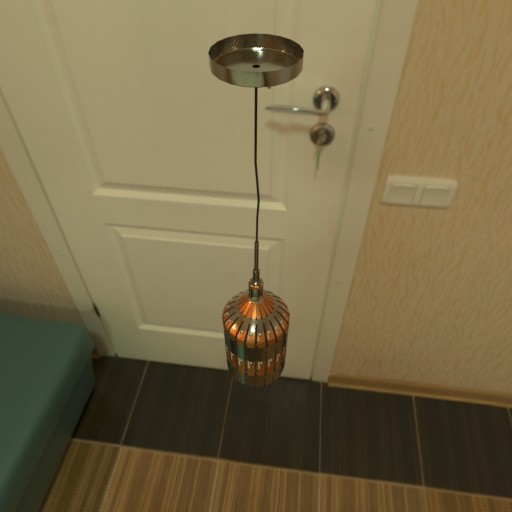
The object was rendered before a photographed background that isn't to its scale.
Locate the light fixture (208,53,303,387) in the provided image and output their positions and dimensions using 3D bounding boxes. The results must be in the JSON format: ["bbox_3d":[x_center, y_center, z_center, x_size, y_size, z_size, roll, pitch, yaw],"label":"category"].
[{"bbox_3d":[0.000,0.000,1.707,0.303,1.535,0.303,0,46,0],"label":"light fixture"}]
